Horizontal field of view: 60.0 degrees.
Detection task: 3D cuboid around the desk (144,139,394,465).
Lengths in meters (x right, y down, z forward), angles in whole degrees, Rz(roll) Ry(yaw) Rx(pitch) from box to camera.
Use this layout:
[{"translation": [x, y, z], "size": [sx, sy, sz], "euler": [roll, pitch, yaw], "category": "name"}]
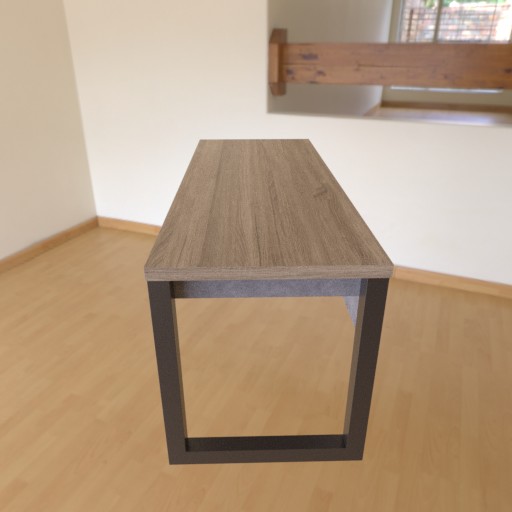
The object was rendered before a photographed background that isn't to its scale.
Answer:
[{"translation": [0.000, 0.000, 2.102], "size": [0.690, 0.760, 1.700], "euler": [-1, 26, -1], "category": "desk"}]
